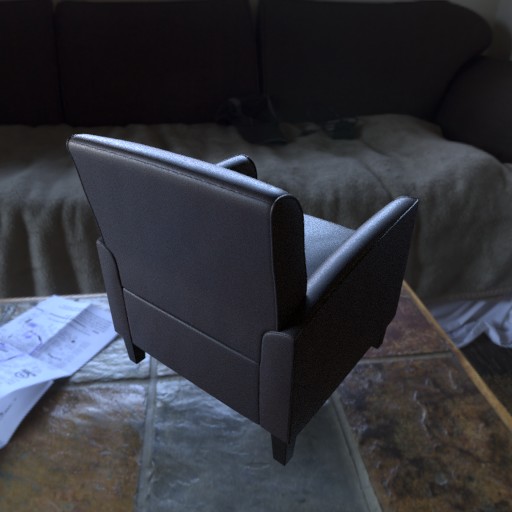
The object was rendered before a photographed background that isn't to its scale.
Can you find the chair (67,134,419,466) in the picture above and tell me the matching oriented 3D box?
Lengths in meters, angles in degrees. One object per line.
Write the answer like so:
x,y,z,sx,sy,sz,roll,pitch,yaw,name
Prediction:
0.000,0.000,1.552,0.820,0.916,0.819,22,37,32,chair
